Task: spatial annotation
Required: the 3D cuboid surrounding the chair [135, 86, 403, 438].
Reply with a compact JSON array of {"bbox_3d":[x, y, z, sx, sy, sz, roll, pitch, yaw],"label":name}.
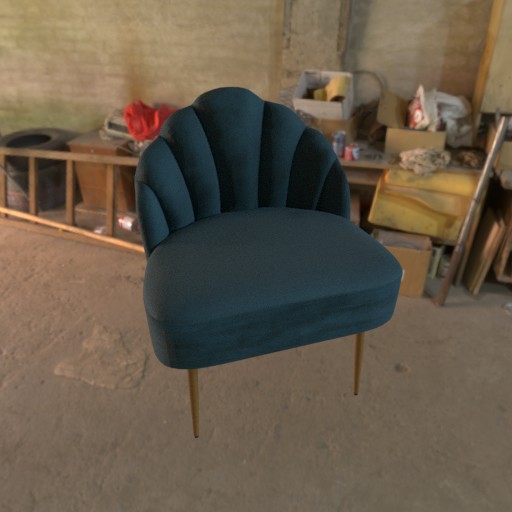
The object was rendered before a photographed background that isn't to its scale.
[{"bbox_3d":[0.000,0.000,1.277,0.657,0.819,0.599,-9,33,-15],"label":"chair"}]
